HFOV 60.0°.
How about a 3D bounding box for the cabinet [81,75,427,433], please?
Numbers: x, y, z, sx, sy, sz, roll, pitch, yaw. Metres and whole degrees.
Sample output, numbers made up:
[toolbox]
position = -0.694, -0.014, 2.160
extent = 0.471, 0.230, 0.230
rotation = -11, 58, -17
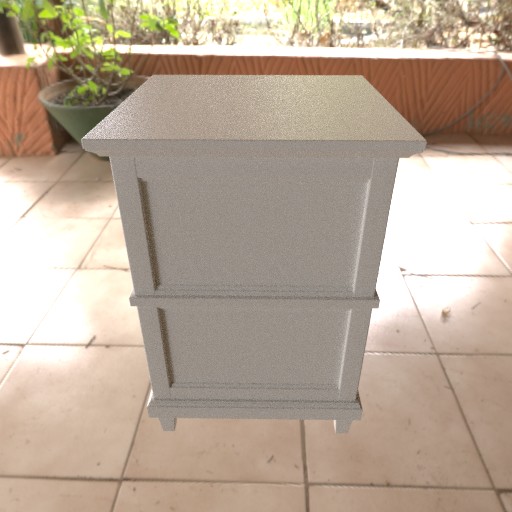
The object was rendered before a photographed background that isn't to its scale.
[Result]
[cabinet]
position = 0.000, 0.000, 1.134
extent = 0.547, 0.775, 0.544
rotation = 0, 32, 1
